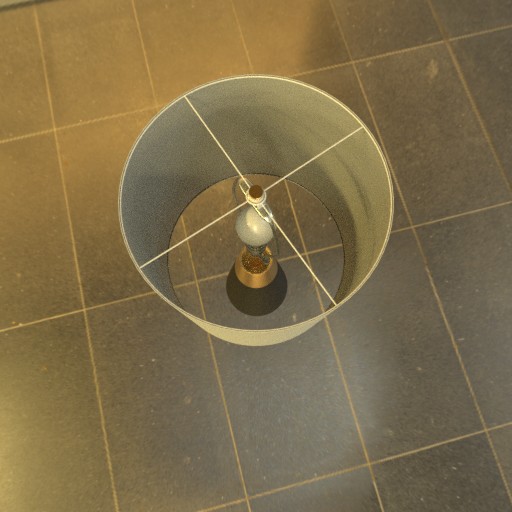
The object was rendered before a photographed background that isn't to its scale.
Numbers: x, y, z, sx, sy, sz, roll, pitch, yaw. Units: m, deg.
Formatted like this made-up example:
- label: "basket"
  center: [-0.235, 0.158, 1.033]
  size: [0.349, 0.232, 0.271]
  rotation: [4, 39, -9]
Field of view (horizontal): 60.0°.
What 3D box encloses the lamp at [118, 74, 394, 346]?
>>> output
- label: "lamp"
  center: [0.000, 0.000, 0.772]
  size: [0.308, 0.580, 0.308]
  rotation: [-33, 78, -8]
